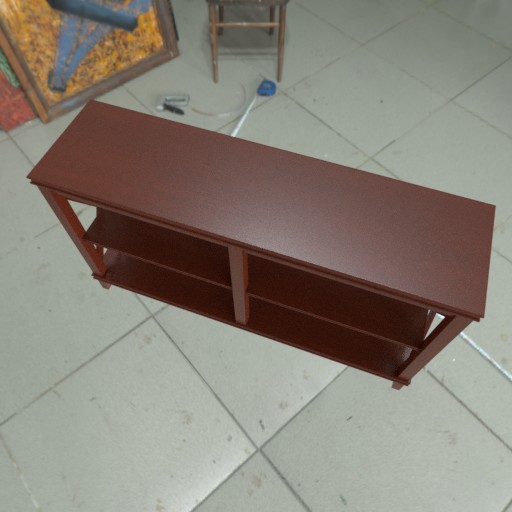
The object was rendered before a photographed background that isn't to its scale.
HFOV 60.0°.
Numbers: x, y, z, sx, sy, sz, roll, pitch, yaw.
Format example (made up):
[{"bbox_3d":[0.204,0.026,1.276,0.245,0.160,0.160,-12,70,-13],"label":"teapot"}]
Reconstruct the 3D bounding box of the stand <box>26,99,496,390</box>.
[{"bbox_3d":[0.000,0.000,1.662,1.372,0.762,0.381,17,60,10],"label":"stand"}]
